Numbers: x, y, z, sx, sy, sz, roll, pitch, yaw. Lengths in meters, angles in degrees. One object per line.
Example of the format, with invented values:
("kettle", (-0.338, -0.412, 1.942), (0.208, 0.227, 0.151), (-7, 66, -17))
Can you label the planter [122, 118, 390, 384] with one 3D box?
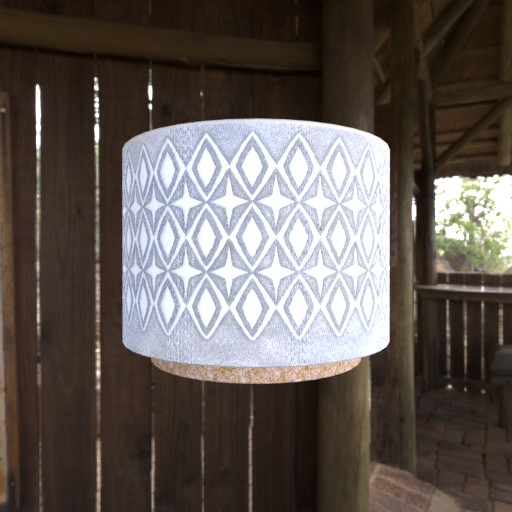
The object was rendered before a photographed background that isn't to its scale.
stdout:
("planter", (0.000, 0.000, 0.285), (0.164, 0.127, 0.164), (0, 0, 0))
